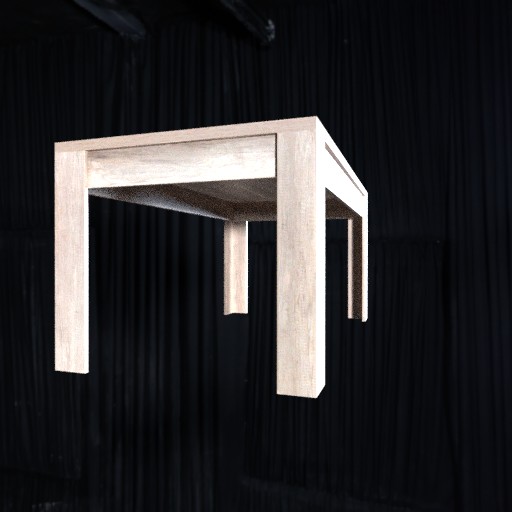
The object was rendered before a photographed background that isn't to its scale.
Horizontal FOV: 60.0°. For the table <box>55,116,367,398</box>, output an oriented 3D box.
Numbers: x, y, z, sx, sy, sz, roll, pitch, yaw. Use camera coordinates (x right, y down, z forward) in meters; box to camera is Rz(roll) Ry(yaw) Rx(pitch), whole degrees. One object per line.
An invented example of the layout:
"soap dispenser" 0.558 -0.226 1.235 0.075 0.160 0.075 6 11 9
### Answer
"table" 0.000 0.000 2.121 0.900 0.775 1.600 0 0 19
